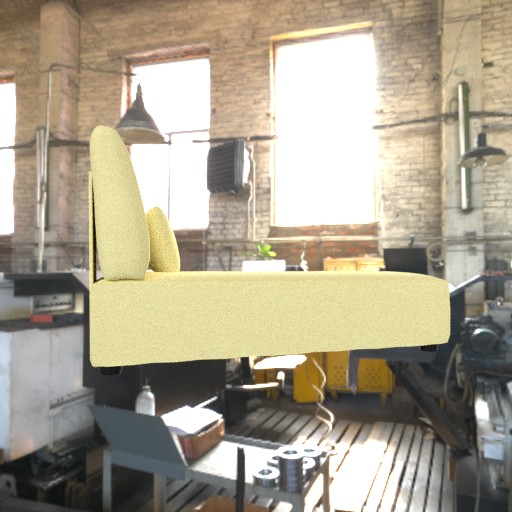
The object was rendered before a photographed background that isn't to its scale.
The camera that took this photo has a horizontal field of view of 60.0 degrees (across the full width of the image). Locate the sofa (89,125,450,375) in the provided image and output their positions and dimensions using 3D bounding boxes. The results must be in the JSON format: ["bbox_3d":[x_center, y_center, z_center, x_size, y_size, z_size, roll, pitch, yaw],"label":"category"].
[{"bbox_3d":[0.000,0.000,2.077,1.450,0.820,0.930,1,-2,-19],"label":"sofa"}]
